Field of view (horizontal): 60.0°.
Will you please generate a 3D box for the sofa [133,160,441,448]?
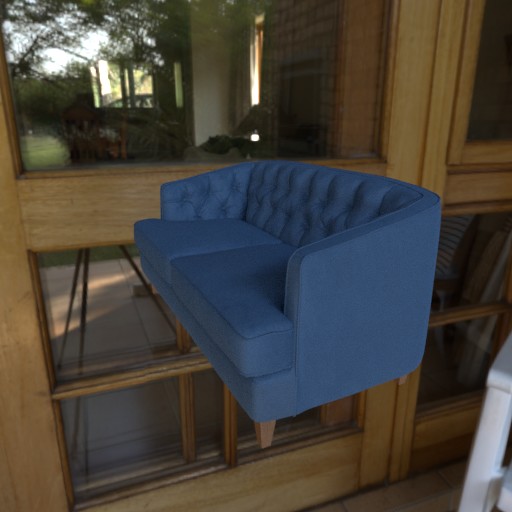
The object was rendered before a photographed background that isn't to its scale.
[{"bbox_3d":[0.000,0.000,2.268,0.941,0.854,1.733,-8,19,-25],"label":"sofa"}]
